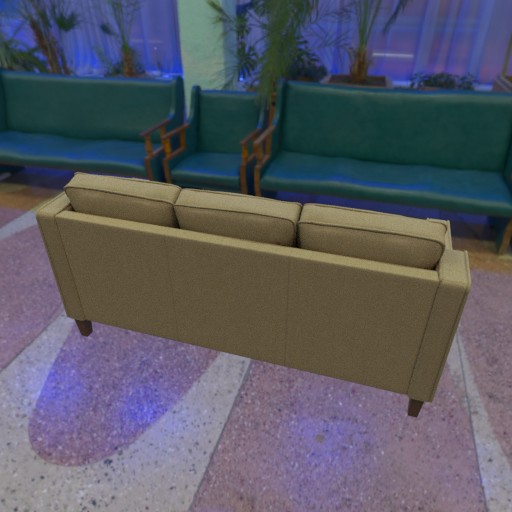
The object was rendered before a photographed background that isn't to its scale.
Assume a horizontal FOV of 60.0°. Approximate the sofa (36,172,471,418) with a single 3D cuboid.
[{"bbox_3d":[0.000,0.000,2.456,1.986,0.974,0.911,10,34,15],"label":"sofa"}]
